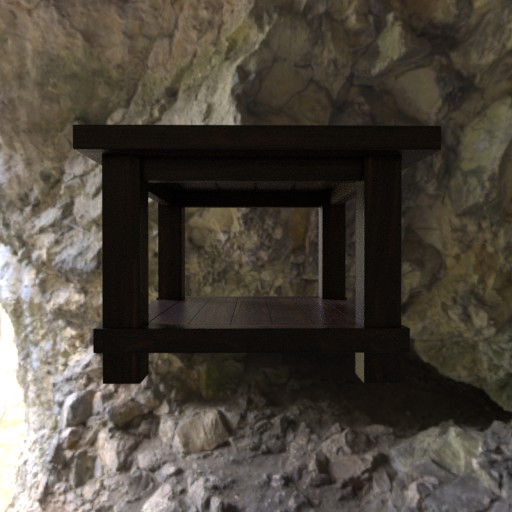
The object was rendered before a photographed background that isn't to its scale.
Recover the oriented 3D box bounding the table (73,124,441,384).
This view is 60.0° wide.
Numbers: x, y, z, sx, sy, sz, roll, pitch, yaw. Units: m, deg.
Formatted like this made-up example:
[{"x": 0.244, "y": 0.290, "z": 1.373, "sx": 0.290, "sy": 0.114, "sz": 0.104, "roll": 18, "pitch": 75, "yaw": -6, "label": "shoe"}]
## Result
[{"x": 0.000, "y": 0.000, "z": 1.025, "sx": 0.606, "sy": 0.437, "sz": 0.593, "roll": 0, "pitch": 1, "yaw": -1, "label": "table"}]
